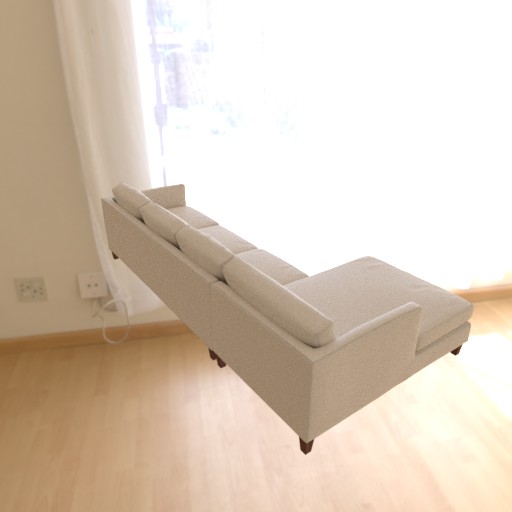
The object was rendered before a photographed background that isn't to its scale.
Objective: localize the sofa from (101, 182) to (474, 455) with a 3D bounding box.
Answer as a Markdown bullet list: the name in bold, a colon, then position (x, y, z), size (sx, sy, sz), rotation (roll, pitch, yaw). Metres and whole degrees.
- **sofa**: position (0.000, 0.000, 3.898), size (1.625, 0.846, 3.186), rotation (-18, 31, -32)
